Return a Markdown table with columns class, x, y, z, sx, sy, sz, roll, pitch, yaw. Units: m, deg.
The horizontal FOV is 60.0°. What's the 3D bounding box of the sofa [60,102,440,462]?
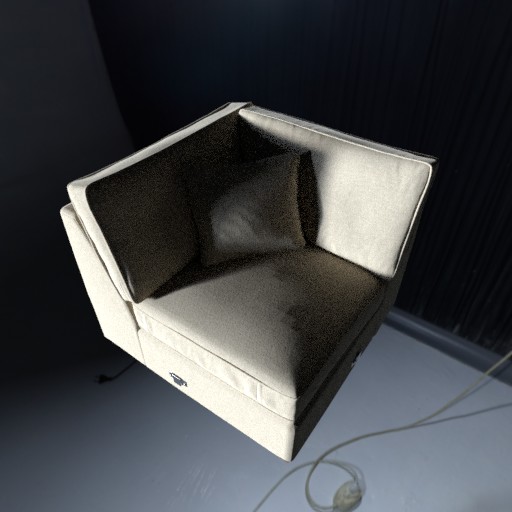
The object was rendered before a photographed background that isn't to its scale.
| class | x | y | z | sx | sy | sz | roll | pitch | yaw |
| --- | --- | --- | --- | --- | --- | --- | --- | --- | --- |
| sofa | 0.000 | 0.000 | 1.976 | 1.146 | 1.002 | 1.084 | 25 | 47 | 26 |
